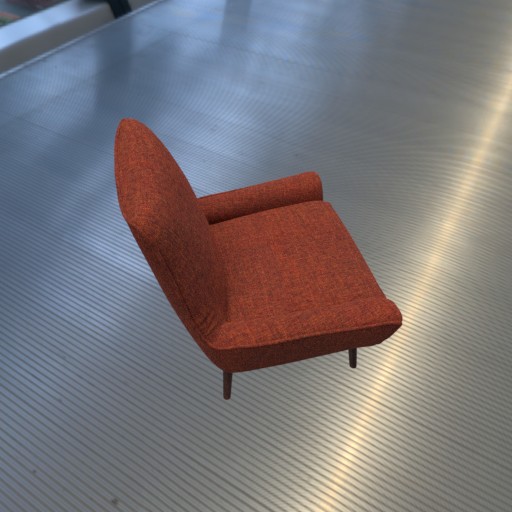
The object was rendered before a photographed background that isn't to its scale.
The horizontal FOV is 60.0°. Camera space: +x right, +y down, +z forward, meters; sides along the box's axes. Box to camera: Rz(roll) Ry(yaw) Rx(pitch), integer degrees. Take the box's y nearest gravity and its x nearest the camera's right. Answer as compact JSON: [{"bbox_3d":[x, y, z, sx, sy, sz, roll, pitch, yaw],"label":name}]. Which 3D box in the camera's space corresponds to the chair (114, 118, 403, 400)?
[{"bbox_3d":[0.000,0.000,1.563,0.784,0.911,0.803,-11,48,-10],"label":"chair"}]
